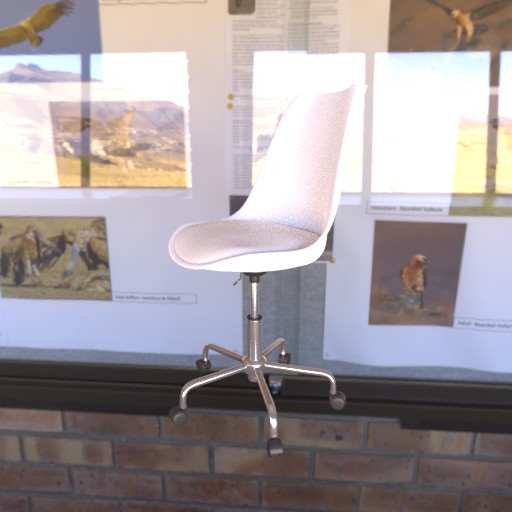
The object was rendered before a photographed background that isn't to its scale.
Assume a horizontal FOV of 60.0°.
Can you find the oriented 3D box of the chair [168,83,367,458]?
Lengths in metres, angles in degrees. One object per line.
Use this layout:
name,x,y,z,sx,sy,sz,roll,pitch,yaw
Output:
chair,0.000,0.000,1.271,0.550,0.930,0.550,-7,16,-26
